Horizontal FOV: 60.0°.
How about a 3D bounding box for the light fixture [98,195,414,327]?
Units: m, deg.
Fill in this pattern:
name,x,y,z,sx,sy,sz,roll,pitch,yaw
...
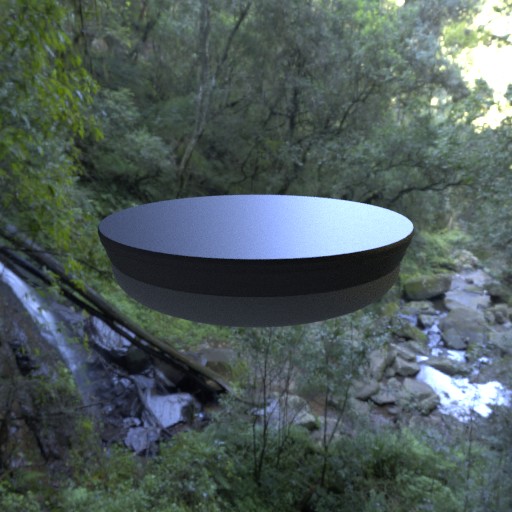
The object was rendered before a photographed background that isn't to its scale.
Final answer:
name,x,y,z,sx,sy,sz,roll,pitch,yaw
light fixture,0.000,0.000,0.557,0.368,0.100,0.368,0,16,0
